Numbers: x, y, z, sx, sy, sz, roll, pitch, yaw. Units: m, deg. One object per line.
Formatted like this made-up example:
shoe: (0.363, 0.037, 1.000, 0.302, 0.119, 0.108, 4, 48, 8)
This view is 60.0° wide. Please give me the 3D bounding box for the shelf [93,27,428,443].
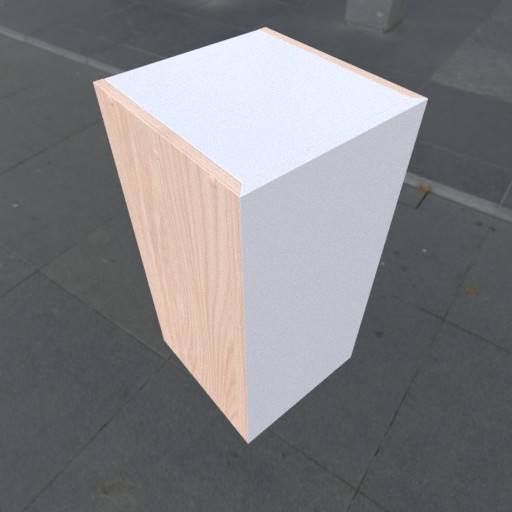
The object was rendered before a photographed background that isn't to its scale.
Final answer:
shelf: (0.000, 0.000, 0.759, 0.290, 0.594, 0.297, -31, 54, -26)
